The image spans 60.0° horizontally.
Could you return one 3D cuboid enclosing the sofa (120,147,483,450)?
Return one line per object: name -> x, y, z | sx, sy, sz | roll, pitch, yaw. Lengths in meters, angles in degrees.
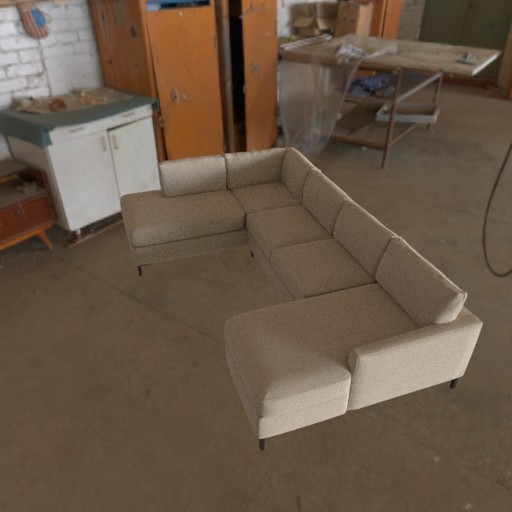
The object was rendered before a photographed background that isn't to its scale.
sofa -> 0.000, 0.000, 3.733 | 1.989, 0.862, 2.984 | -11, 35, -16
